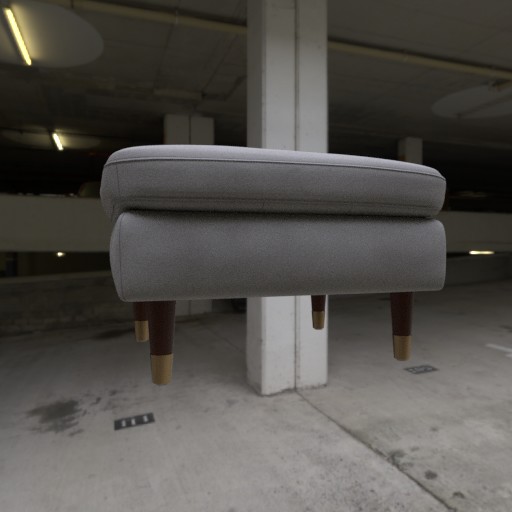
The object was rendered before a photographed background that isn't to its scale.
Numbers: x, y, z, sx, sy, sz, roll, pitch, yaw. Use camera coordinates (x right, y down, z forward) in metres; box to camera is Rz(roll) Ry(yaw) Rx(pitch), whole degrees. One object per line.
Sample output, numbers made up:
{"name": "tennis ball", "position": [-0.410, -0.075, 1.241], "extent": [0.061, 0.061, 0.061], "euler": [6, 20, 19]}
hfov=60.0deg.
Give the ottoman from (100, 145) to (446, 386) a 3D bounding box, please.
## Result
{"name": "ottoman", "position": [0.000, 0.000, 1.129], "extent": [0.747, 0.478, 0.593], "euler": [0, 1, -19]}
